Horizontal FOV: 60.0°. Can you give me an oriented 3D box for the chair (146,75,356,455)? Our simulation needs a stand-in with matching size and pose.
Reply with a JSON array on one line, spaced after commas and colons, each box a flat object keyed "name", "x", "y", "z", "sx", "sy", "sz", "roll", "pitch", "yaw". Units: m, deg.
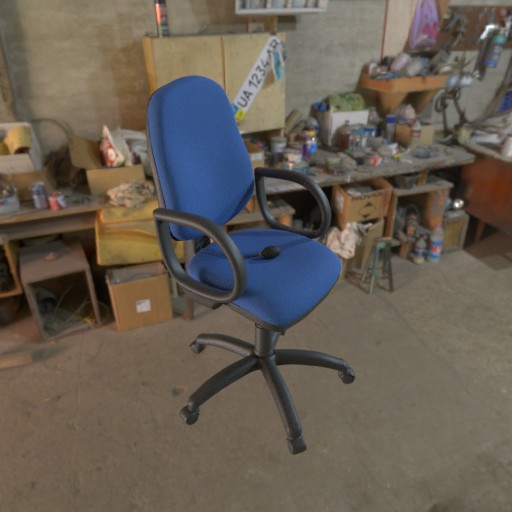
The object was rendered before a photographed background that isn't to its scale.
[{"name": "chair", "x": 0.000, "y": 0.000, "z": 1.232, "sx": 0.549, "sy": 0.905, "sz": 0.552, "roll": 18, "pitch": 32, "yaw": 30}]
